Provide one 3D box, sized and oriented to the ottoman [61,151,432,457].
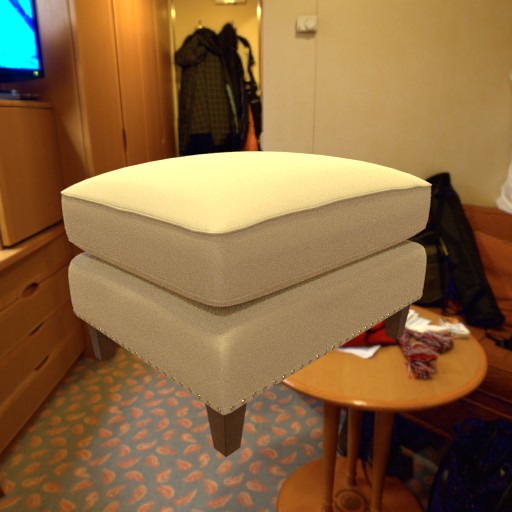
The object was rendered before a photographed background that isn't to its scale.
[{"bbox_3d":[0.000,0.000,1.134,0.584,0.513,0.741,16,24,42],"label":"ottoman"}]
